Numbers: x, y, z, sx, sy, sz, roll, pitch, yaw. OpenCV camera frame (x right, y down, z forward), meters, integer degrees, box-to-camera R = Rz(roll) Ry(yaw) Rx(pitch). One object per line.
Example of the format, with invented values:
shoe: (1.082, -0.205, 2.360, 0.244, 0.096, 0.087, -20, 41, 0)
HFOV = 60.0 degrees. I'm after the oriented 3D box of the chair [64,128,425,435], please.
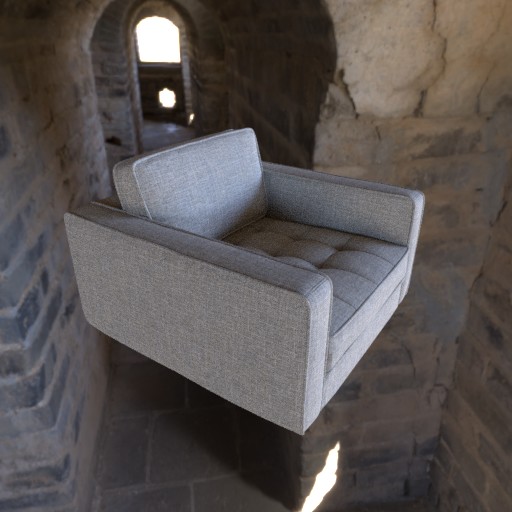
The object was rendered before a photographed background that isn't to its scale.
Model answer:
chair: (0.000, 0.000, 1.579, 0.914, 0.765, 0.889, 17, 32, 30)
